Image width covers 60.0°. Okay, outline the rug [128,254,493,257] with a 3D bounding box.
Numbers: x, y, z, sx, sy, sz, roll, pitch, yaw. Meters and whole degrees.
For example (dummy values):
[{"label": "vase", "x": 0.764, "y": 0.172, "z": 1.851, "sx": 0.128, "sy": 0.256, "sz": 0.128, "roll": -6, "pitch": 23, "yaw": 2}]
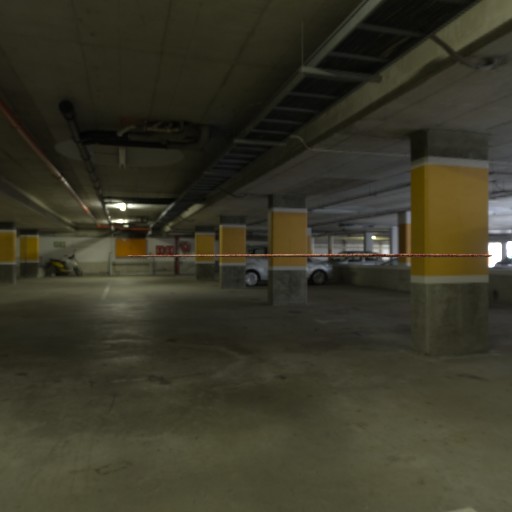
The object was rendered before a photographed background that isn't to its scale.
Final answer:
[{"label": "rug", "x": 0.000, "y": 0.000, "z": 2.651, "sx": 0.750, "sy": 0.011, "sz": 2.435, "roll": 0, "pitch": 0, "yaw": -35}]
